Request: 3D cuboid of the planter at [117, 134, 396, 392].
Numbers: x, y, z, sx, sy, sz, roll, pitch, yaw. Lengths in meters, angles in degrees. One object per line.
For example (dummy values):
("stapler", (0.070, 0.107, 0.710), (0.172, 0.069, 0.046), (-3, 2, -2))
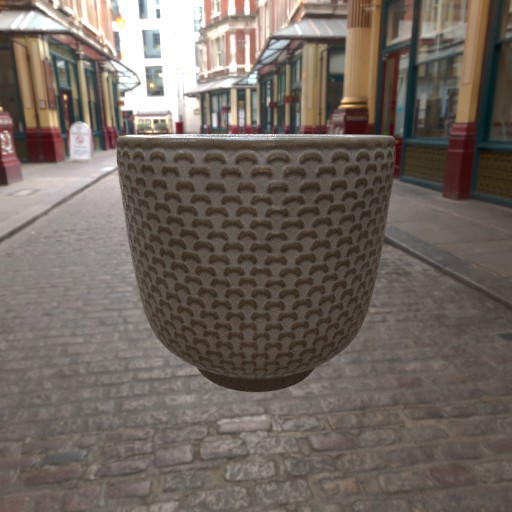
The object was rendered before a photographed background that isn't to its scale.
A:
("planter", (0.000, 0.000, 0.305), (0.173, 0.160, 0.173), (0, 16, 0))
